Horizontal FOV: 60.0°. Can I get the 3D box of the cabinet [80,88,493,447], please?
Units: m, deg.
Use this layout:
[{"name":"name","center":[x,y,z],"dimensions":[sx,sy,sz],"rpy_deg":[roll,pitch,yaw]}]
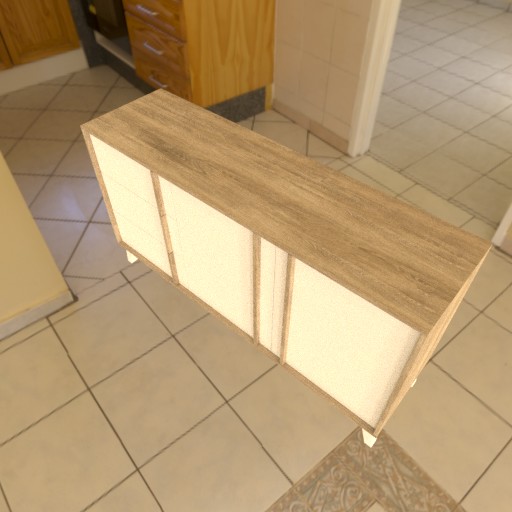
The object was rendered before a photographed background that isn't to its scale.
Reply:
[{"name":"cabinet","center":[0.000,0.000,1.965],"dimensions":[1.600,0.870,0.450],"rpy_deg":[32,55,27]}]
